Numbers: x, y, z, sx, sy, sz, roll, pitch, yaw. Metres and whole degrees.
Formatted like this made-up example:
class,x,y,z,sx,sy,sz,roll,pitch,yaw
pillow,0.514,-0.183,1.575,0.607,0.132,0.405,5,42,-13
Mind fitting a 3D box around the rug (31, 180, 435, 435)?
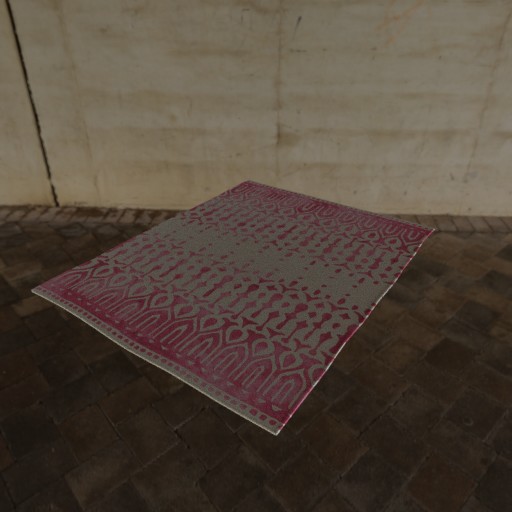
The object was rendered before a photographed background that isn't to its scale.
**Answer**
class,x,y,z,sx,sy,sz,roll,pitch,yaw
rug,0.000,0.000,4.158,2.441,0.016,3.095,20,36,30
